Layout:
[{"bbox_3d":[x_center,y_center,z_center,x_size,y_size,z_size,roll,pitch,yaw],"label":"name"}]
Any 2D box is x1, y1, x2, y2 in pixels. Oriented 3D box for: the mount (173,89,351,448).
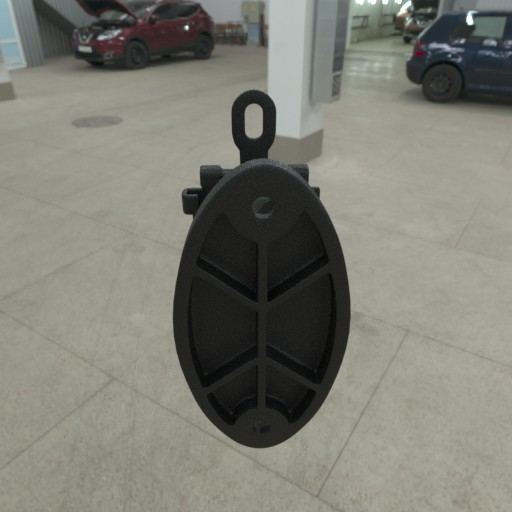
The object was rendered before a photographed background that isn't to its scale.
[{"bbox_3d":[0.000,0.000,0.176,0.066,0.118,0.100,-1,30,-2],"label":"mount"}]
